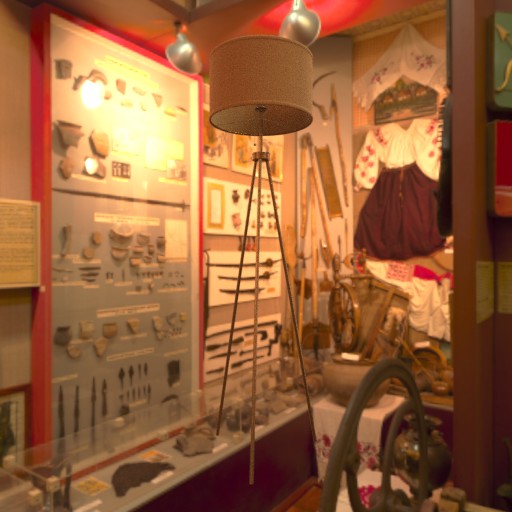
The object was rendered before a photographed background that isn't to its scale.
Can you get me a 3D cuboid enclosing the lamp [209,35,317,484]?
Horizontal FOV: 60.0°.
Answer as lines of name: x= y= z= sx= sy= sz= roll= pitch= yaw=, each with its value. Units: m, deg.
lamp: x=0.000 y=0.000 z=1.765 sx=0.460 sy=1.545 sz=0.449 roll=0 pitch=0 yaw=37
